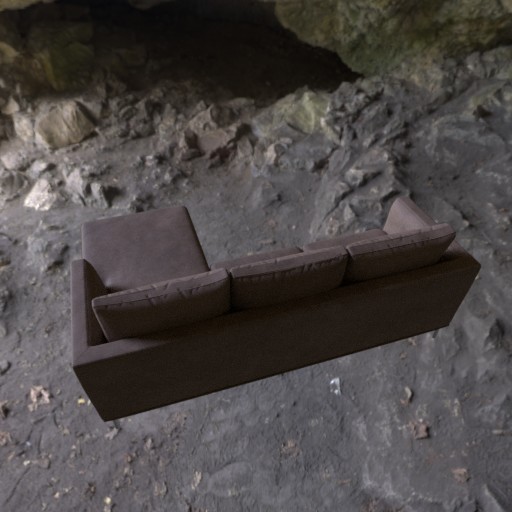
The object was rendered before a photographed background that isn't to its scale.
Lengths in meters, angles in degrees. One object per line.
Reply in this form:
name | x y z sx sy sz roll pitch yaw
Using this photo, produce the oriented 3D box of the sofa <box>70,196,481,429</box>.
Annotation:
sofa | 0.000 0.000 3.206 2.438 0.987 1.622 -12 42 -14
